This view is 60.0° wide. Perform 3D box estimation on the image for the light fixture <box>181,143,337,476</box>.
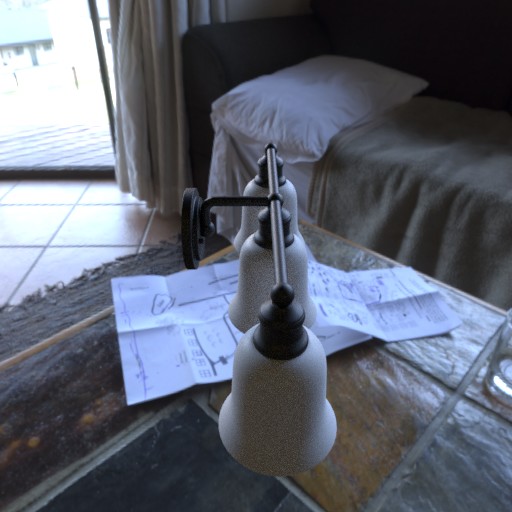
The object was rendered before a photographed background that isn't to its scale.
[{"bbox_3d":[0.000,0.000,0.669,0.198,0.211,0.570,0,33,0],"label":"light fixture"}]
